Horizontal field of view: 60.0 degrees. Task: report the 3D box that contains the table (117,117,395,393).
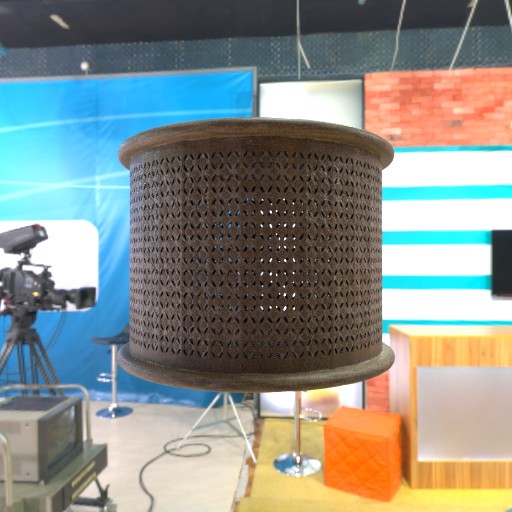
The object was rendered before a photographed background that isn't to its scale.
[{"bbox_3d":[0.000,0.000,1.016,0.607,0.450,0.607,0,0,0],"label":"table"}]
